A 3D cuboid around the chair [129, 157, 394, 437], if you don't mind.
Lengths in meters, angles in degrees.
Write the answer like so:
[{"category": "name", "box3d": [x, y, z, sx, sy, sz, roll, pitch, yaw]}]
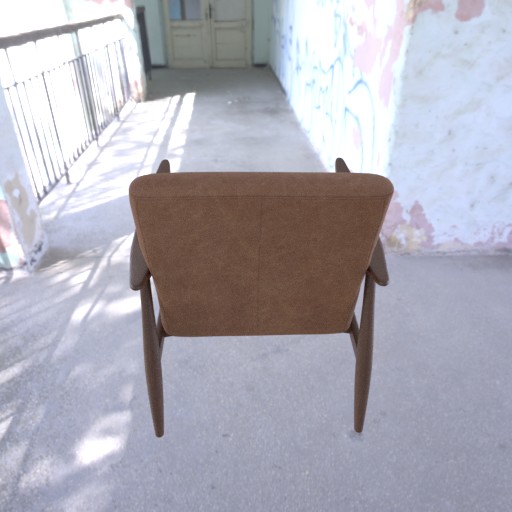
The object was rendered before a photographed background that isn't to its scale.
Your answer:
[{"category": "chair", "box3d": [0.000, 0.000, 1.446, 0.741, 0.832, 0.798, -1, 32, -2]}]
